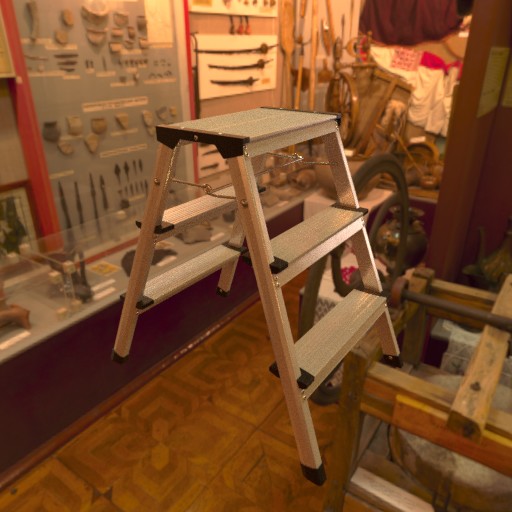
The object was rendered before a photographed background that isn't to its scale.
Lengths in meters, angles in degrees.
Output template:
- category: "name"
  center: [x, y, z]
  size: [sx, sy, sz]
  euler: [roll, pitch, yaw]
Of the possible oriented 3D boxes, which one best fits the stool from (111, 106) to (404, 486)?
- category: "stool"
  center: [0.000, 0.000, 1.012]
  size: [0.622, 0.605, 0.437]
  euler: [18, 31, 32]
